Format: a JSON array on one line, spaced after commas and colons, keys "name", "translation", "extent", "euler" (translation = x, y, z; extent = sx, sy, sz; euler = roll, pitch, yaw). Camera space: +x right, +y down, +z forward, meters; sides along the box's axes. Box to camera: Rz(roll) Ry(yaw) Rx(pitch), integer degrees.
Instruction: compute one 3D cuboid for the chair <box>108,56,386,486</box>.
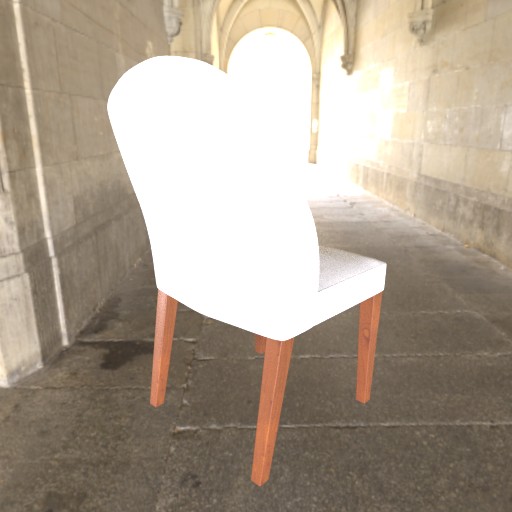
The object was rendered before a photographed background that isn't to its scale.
[{"name": "chair", "translation": [0.000, 0.000, 1.139], "extent": [0.472, 0.893, 0.540], "euler": [16, 22, 42]}]
